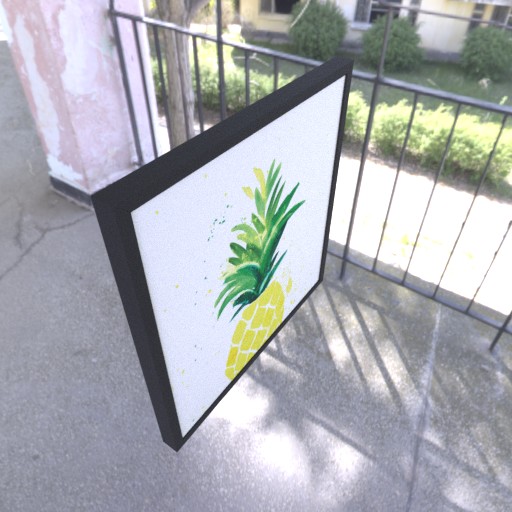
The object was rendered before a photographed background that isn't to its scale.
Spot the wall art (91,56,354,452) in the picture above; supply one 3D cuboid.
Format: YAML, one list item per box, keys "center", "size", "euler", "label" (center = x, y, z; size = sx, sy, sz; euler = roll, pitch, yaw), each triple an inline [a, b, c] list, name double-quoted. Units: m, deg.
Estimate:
- center: [0.000, 0.000, 0.745]
  size: [0.033, 0.507, 0.508]
  euler: [25, 47, 26]
  label: "wall art"
